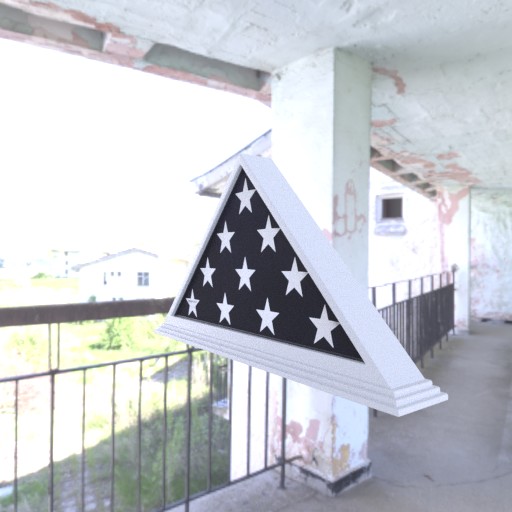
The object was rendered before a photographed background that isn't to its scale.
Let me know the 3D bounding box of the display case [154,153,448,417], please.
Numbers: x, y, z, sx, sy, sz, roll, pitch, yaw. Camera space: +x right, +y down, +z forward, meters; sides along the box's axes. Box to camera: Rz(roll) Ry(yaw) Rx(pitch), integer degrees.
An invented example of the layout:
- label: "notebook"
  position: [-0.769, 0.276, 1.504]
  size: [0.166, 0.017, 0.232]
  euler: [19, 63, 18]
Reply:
- label: "display case"
  position: [0.000, 0.000, 0.754]
  size: [0.095, 0.340, 0.640]
  euler: [0, 0, -36]
